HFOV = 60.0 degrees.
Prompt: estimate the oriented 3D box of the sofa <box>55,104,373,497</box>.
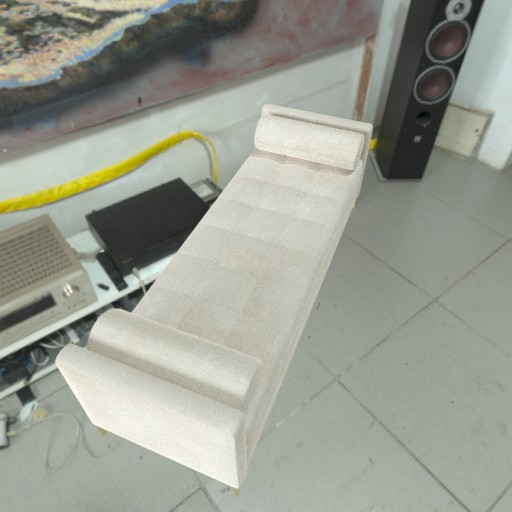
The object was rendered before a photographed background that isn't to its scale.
[{"bbox_3d":[0.000,0.000,2.263,0.686,0.635,1.981,16,48,15],"label":"sofa"}]
